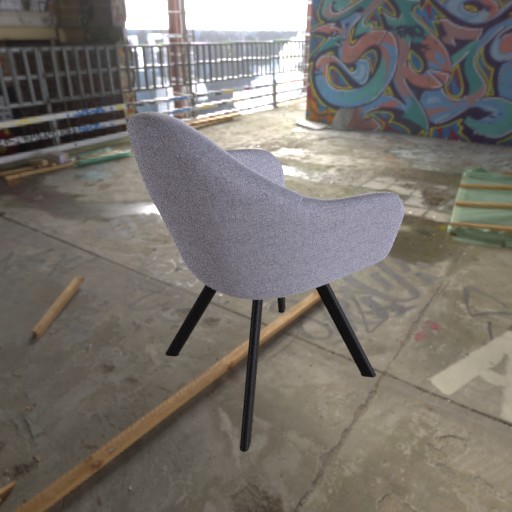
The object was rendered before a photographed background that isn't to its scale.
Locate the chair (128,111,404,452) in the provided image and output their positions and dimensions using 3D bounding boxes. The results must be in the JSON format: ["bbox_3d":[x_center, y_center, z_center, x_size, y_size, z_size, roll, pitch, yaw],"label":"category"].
[{"bbox_3d":[0.000,0.000,1.184,0.570,0.780,0.540,-17,32,-31],"label":"chair"}]
